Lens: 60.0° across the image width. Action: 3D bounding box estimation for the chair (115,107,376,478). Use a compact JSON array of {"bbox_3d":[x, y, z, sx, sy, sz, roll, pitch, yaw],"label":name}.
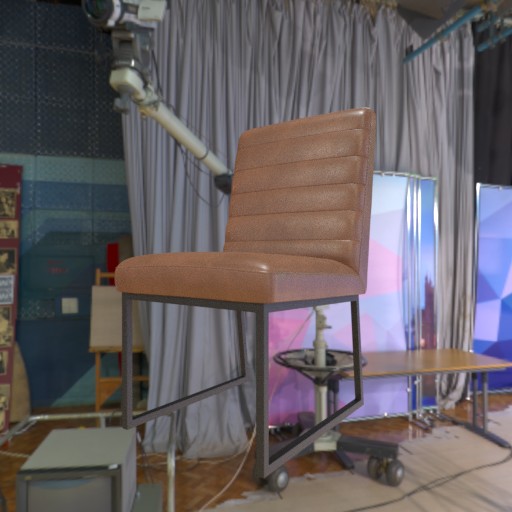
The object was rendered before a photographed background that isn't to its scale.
[{"bbox_3d":[0.000,0.000,1.303,0.520,0.930,0.634,0,1,35],"label":"chair"}]
